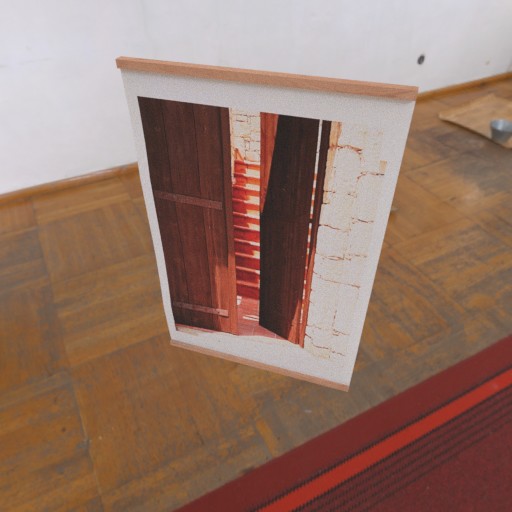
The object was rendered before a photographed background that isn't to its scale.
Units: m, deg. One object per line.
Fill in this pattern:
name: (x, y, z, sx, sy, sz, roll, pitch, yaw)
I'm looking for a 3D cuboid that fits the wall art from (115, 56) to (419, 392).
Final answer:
wall art: (0.000, 0.000, 0.633, 0.332, 0.508, 0.012, 12, 41, 14)
